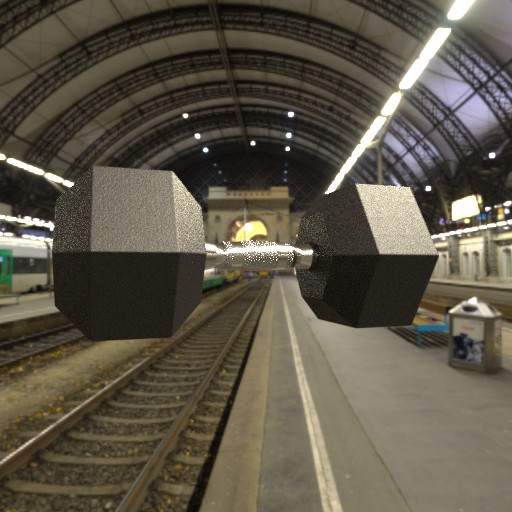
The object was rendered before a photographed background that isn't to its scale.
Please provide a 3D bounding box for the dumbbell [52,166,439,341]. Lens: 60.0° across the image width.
[{"bbox_3d":[0.000,0.000,0.332,0.271,0.106,0.122,1,-2,-19],"label":"dumbbell"}]
